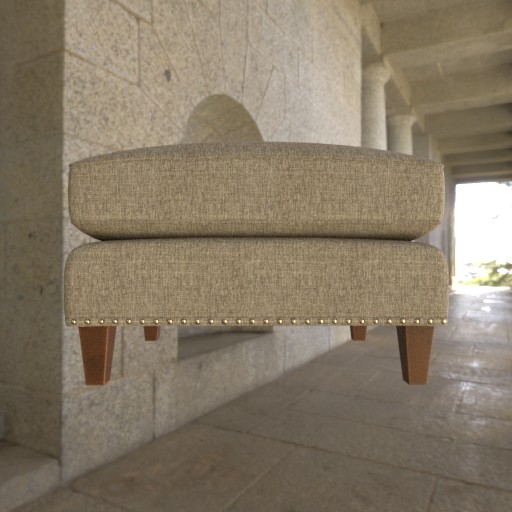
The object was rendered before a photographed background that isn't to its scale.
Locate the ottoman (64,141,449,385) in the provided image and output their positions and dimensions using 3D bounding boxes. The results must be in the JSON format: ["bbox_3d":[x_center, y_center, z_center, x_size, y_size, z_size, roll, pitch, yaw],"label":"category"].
[{"bbox_3d":[0.000,0.000,1.129,0.741,0.513,0.584,0,-1,0],"label":"ottoman"}]
